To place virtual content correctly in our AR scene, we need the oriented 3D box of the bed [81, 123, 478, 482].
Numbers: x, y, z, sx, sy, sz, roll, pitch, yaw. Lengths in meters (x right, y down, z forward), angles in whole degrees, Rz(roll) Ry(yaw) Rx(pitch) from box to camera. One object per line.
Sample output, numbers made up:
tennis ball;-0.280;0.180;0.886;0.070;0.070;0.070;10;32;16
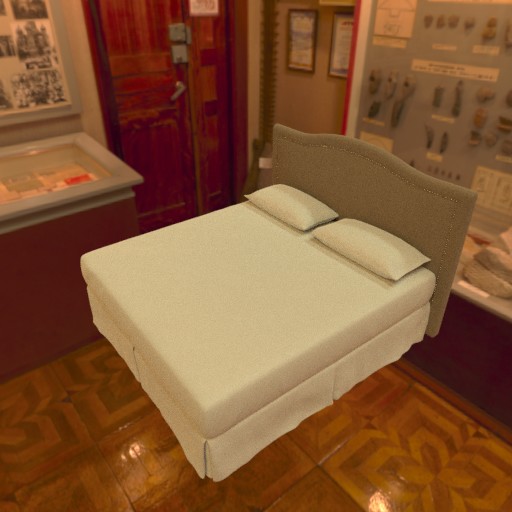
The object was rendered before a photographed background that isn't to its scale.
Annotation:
bed;0.000;0.000;3.416;2.182;1.421;2.083;-22;38;-31
